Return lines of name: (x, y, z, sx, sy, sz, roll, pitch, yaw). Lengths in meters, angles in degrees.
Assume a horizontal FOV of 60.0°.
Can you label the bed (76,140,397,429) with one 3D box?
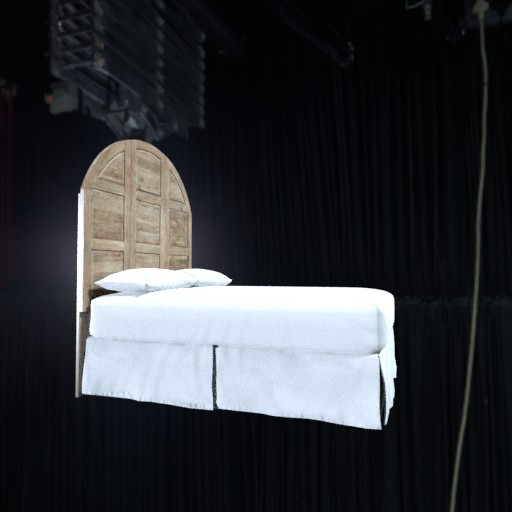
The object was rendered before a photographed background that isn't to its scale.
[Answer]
bed: (0.000, 0.000, 3.546, 2.112, 2.002, 1.713, -1, -2, 19)
